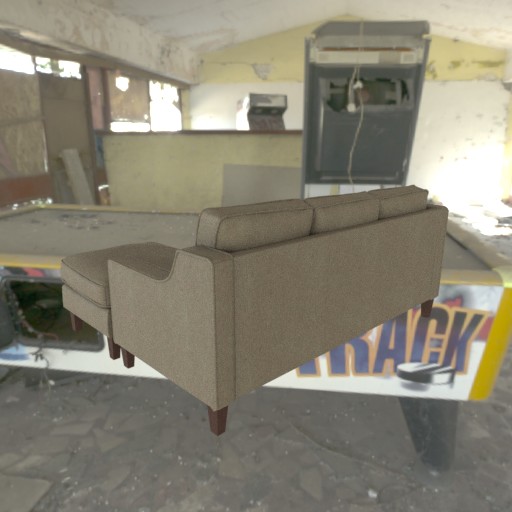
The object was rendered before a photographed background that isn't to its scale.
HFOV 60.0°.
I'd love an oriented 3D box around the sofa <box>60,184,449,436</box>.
[{"bbox_3d":[0.000,0.000,3.354,2.317,1.081,1.858,-14,20,-42],"label":"sofa"}]
